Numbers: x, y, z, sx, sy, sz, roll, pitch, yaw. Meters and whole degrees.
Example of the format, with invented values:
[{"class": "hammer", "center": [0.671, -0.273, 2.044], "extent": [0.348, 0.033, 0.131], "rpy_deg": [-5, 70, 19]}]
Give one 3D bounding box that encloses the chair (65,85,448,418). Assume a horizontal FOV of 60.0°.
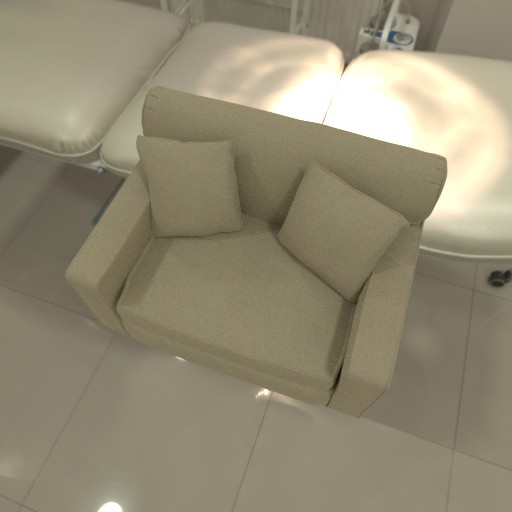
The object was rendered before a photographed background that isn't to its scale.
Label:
[{"class": "chair", "center": [0.000, 0.000, 2.082], "extent": [1.383, 0.948, 1.000], "rpy_deg": [17, 61, 10]}]
